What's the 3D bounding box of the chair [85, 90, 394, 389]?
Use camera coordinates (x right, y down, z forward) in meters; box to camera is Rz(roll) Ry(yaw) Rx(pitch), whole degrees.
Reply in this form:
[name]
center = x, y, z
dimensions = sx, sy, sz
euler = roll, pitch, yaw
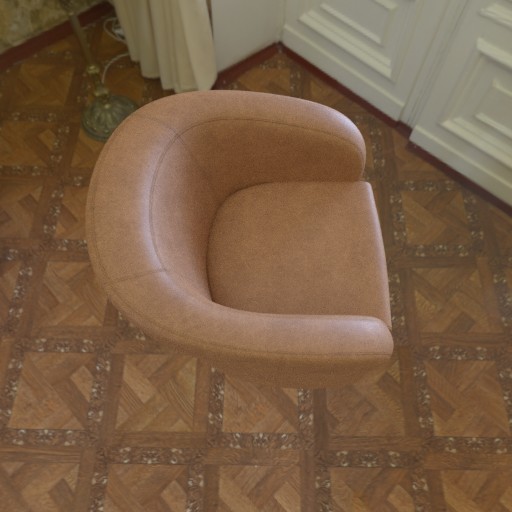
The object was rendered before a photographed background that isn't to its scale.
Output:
[chair]
center = 0.000, 0.000, 1.398
dimensions = 0.815, 0.771, 0.791
euler = 0, 65, 0
